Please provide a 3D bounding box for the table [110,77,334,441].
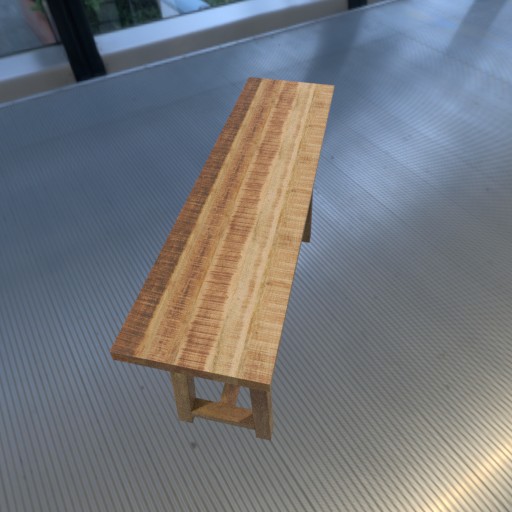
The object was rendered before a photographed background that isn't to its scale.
[{"bbox_3d":[0.000,0.000,1.870,0.405,0.810,1.524,9,48,8],"label":"table"}]
